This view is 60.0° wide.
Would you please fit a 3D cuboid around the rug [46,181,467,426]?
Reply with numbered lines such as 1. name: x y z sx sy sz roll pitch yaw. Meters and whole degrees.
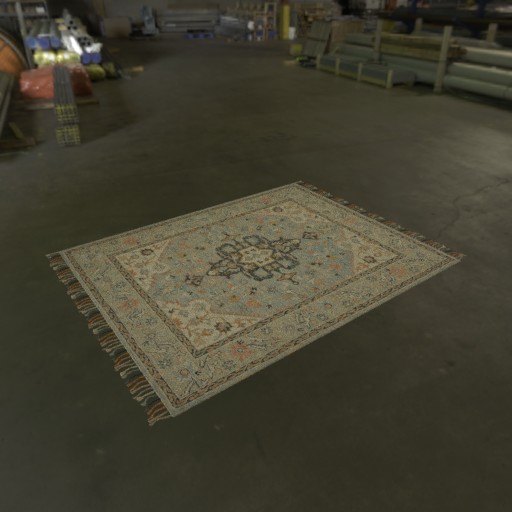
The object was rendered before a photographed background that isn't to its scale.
1. rug: 0.000 0.000 4.171 3.221 0.011 2.379 -21 37 -30
